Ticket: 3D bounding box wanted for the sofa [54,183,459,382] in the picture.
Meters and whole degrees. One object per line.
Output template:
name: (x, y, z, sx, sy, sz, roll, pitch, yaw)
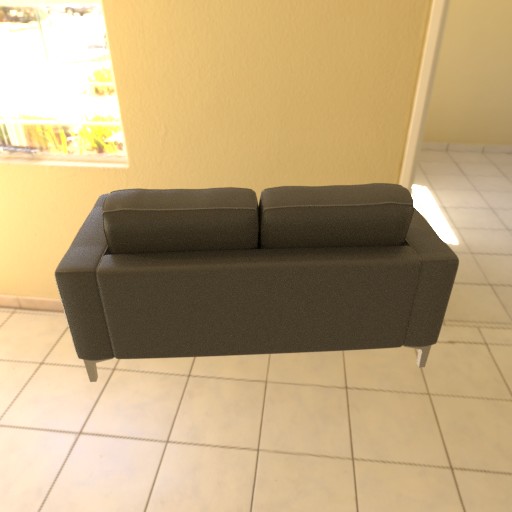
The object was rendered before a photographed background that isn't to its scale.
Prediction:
sofa: (0.000, 0.000, 2.267, 1.726, 0.892, 0.833, -2, 31, -3)
